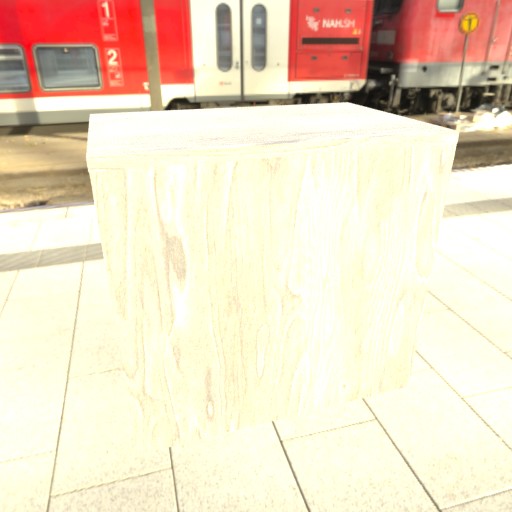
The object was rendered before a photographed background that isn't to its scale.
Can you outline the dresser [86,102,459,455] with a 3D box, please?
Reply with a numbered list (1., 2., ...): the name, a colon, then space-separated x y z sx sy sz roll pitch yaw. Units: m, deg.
1. dresser: 0.000 0.000 1.298 0.809 0.762 0.529 -8 27 -16
